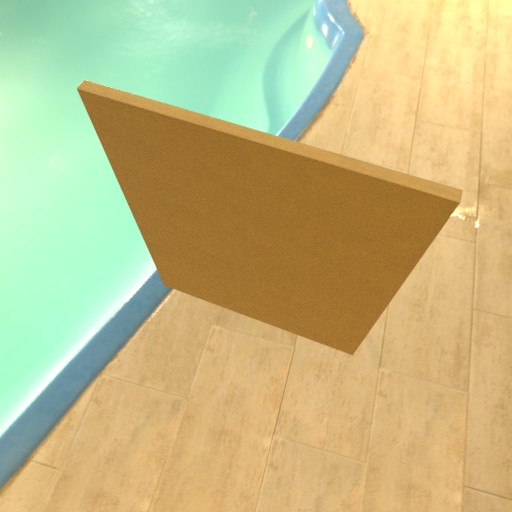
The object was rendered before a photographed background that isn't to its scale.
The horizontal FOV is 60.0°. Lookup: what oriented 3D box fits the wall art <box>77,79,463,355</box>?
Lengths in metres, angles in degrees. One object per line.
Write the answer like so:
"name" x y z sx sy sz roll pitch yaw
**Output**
"wall art" 0.000 0.000 1.312 0.798 1.002 0.030 19 64 10
